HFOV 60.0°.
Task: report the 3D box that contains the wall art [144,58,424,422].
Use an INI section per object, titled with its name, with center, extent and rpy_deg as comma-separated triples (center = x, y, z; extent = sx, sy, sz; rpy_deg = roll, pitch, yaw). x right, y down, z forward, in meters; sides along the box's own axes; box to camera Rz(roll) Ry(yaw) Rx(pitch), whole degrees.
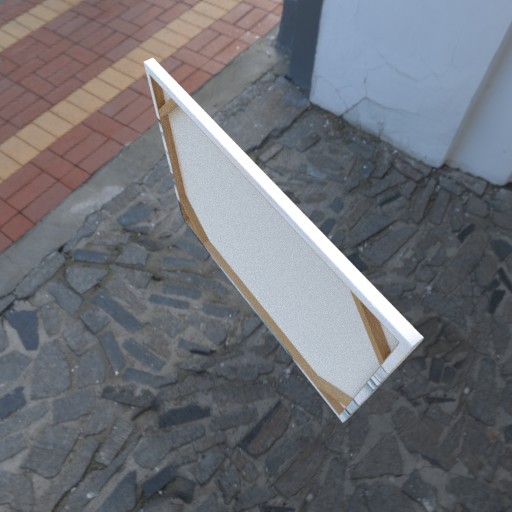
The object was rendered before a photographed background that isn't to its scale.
[wall art]
center = 0.000, 0.000, 1.623
extent = 0.039, 0.915, 1.219
rpy_deg = -32, 65, -17
